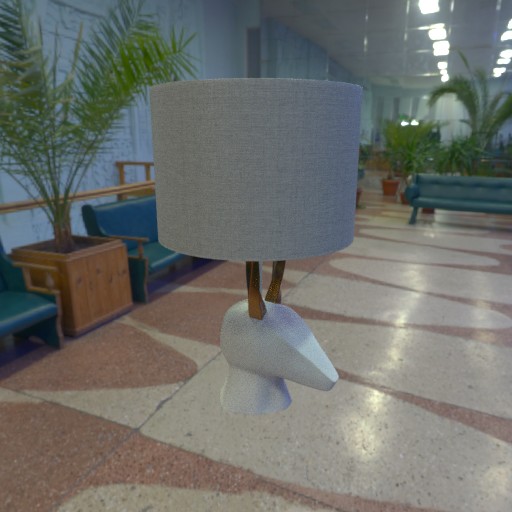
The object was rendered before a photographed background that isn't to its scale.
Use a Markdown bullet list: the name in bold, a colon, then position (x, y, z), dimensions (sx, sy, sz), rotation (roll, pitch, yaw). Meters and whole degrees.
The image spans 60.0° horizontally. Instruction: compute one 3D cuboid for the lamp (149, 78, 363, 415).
- **lamp**: position (0.000, 0.000, 0.701), dimensions (0.298, 0.503, 0.298), rotation (8, 17, 26)
